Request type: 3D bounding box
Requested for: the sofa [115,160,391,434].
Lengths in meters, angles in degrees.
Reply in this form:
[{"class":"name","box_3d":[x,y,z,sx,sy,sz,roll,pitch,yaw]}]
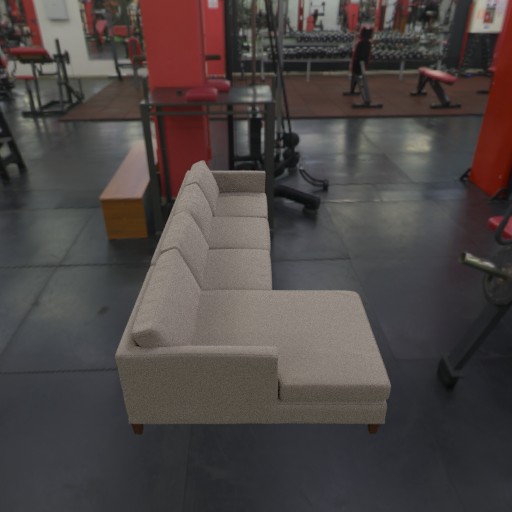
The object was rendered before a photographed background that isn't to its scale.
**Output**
[{"class":"sofa","box_3d":[0.000,0.000,3.989,1.625,0.846,3.186,0,30,0]}]
